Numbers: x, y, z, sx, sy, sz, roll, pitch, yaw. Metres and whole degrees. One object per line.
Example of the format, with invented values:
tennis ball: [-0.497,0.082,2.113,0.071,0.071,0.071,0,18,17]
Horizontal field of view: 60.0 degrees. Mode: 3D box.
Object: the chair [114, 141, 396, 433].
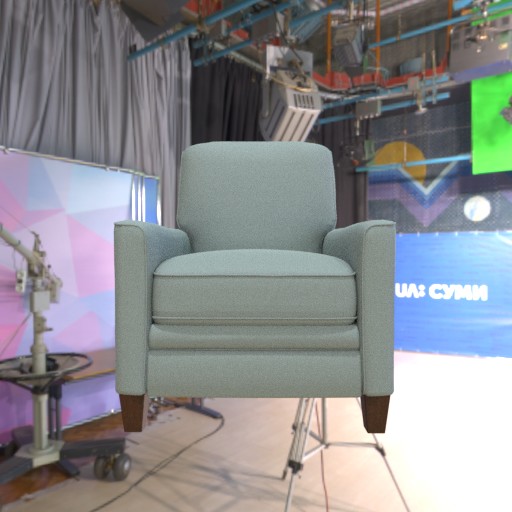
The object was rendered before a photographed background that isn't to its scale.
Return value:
chair: [0.000,0.000,1.648,0.853,1.007,0.846,0,1,1]
